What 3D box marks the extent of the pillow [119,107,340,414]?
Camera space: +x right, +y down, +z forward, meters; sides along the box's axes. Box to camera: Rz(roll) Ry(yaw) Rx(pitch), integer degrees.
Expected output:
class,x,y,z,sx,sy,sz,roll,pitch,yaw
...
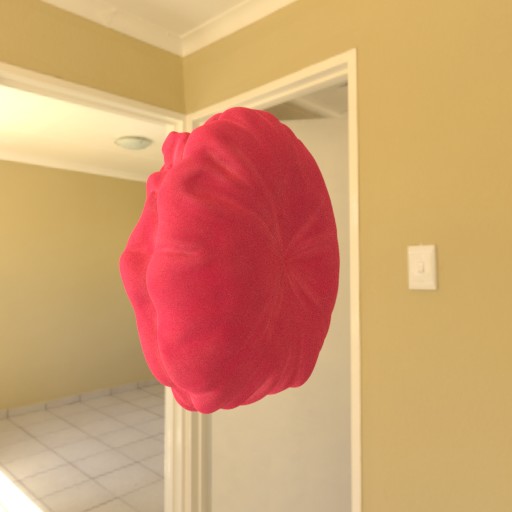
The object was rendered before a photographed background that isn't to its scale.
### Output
class,x,y,z,sx,sy,sz,roll,pitch,yaw
pillow,0.000,0.000,0.642,0.148,0.407,0.428,-1,-2,34
